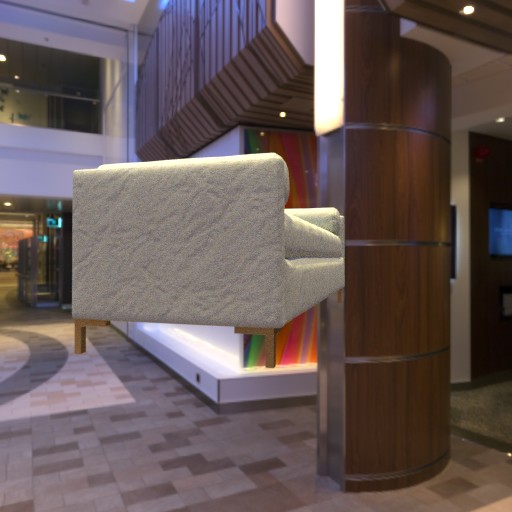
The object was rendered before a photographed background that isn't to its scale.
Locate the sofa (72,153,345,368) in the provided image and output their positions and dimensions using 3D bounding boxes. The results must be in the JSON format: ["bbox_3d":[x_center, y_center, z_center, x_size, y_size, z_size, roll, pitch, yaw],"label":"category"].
[{"bbox_3d":[0.000,0.000,2.462,0.796,0.705,2.102,0,0,17],"label":"sofa"}]
